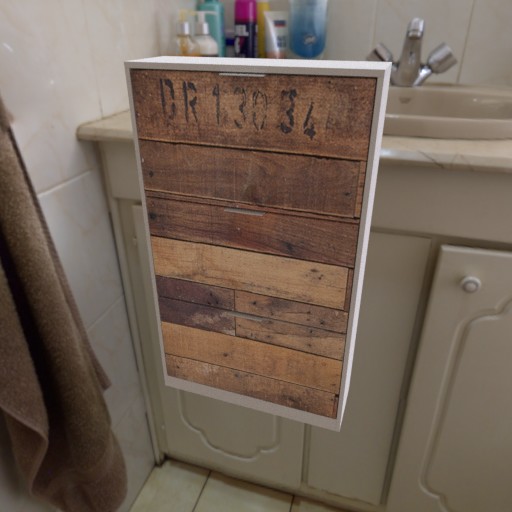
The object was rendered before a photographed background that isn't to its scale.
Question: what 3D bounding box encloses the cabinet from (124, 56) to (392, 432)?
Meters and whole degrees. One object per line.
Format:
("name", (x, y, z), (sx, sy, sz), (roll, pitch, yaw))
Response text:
("cabinet", (0.000, 0.000, 1.591), (0.750, 1.280, 0.250), (9, 29, 17))
